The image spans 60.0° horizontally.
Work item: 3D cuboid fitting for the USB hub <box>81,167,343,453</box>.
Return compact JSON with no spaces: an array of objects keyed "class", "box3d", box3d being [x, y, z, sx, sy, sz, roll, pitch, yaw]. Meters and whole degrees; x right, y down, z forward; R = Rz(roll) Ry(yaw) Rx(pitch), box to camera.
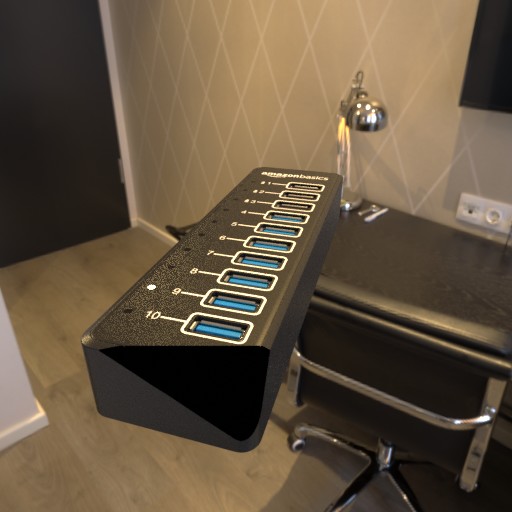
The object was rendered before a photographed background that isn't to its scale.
[{"class":"USB hub","box3d":[0.000,0.000,0.162,0.044,0.023,0.145,8,29,15]}]
